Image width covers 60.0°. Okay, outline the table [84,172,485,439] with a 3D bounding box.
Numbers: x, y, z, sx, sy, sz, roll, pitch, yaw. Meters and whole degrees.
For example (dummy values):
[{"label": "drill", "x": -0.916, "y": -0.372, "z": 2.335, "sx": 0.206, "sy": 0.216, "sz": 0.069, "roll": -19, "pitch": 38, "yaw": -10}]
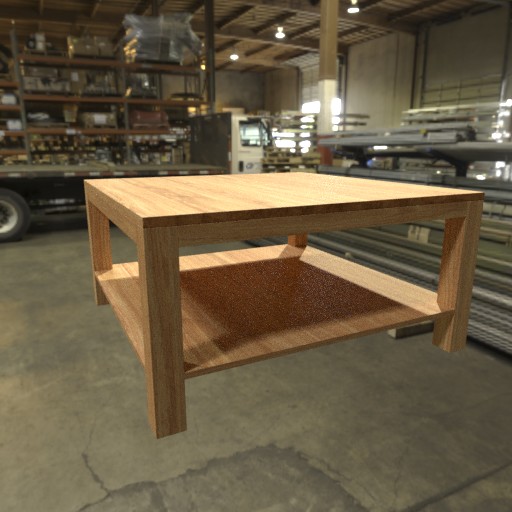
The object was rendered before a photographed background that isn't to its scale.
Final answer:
[{"label": "table", "x": 0.000, "y": 0.000, "z": 1.418, "sx": 0.900, "sy": 0.450, "sz": 0.900, "roll": -7, "pitch": 16, "yaw": -26}]
